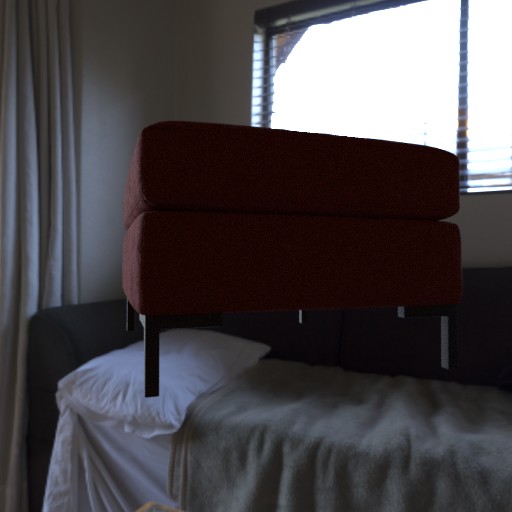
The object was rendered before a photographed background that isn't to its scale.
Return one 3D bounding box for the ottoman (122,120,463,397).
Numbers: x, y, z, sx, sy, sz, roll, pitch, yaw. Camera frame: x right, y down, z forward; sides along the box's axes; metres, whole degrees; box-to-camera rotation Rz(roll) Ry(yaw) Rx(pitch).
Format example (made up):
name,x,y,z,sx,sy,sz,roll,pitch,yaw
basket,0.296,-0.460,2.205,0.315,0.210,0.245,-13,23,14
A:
name,x,y,z,sx,sy,sz,roll,pitch,yaw
ottoman,0.000,0.000,1.146,0.650,0.462,0.782,0,-1,-18
